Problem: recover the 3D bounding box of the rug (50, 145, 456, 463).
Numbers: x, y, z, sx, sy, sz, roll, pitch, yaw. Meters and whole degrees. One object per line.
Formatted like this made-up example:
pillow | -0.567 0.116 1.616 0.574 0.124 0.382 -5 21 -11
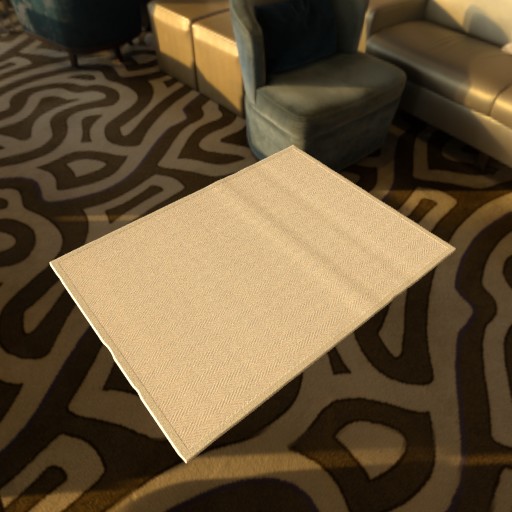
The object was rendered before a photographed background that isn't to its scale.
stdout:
rug | 0.000 0.000 4.950 3.659 0.037 2.734 -31 54 -26
